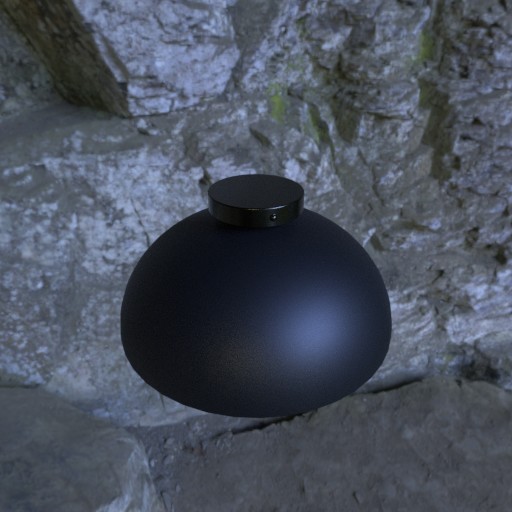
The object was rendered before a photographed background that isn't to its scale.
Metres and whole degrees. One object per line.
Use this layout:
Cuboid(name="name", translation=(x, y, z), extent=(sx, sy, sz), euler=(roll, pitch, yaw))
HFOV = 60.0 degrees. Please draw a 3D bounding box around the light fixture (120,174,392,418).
Cuboid(name="light fixture", translation=(0.000, 0.000, 0.559), extent=(0.355, 0.177, 0.355), euler=(0, 29, 0))
